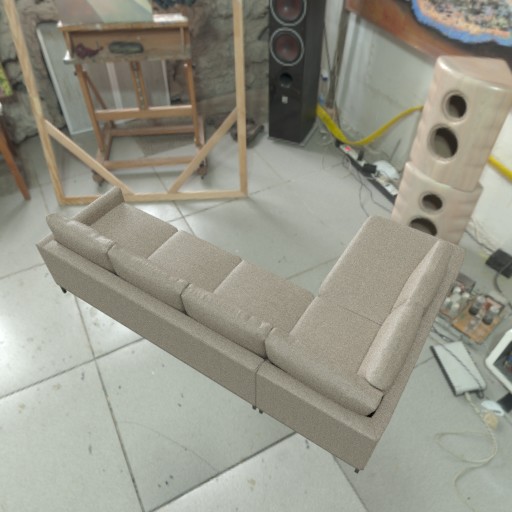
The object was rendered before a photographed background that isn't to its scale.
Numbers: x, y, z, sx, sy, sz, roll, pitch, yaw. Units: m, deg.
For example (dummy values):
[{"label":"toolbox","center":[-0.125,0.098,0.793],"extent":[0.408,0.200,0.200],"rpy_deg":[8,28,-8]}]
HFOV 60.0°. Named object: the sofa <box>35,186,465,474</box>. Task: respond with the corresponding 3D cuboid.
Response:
[{"label":"sofa","center":[0.000,0.000,3.030],"extent":[2.423,0.703,1.617],"rpy_deg":[25,52,21]}]
